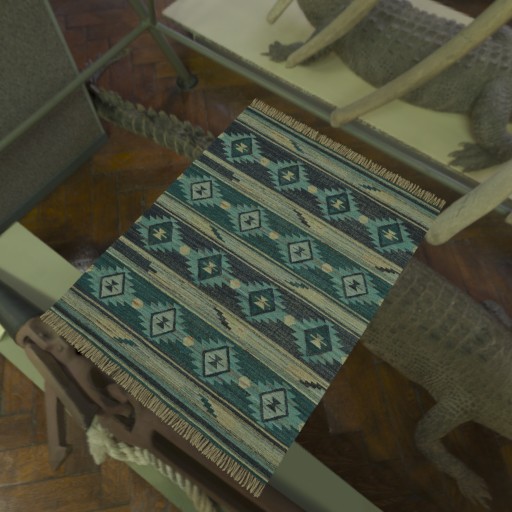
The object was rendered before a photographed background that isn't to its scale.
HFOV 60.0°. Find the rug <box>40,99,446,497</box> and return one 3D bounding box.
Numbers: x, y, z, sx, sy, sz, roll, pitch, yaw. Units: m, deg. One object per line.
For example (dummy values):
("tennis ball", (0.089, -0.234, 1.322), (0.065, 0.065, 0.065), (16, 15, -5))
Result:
("rug", (0.000, 0.000, 4.235), (2.418, 0.047, 3.307), (33, 68, 15))
